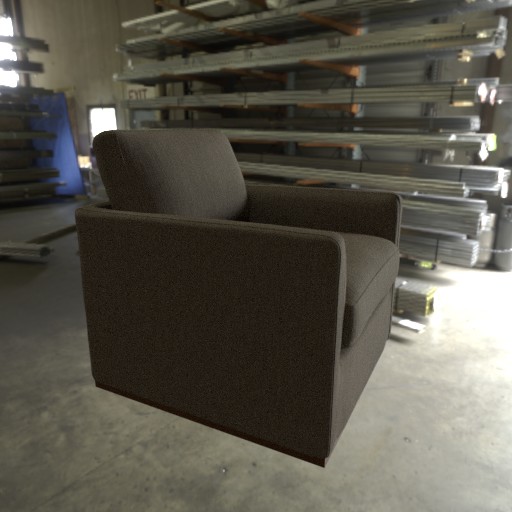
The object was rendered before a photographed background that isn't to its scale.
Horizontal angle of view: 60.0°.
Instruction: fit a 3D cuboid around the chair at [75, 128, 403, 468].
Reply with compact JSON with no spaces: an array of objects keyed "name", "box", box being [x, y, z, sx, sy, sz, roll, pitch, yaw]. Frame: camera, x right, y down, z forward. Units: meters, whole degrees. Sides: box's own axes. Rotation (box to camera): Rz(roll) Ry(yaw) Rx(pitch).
[{"name":"chair","box":[0.000,0.000,1.467,0.834,0.811,0.763,8,18,26]}]
